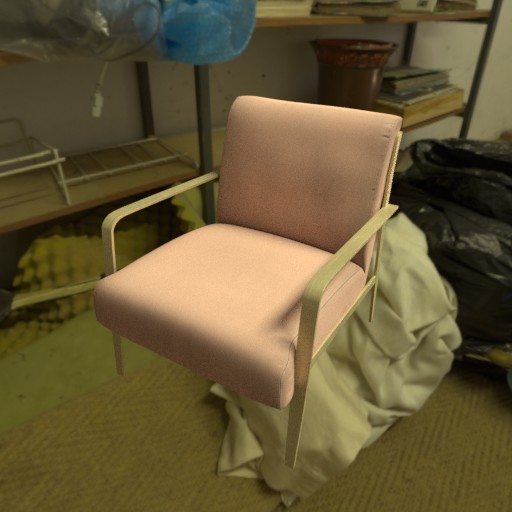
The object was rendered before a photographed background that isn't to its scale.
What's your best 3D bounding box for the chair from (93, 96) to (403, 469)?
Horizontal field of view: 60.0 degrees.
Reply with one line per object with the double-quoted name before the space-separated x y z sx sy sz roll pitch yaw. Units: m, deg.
"chair" 0.000 0.000 1.449 0.701 0.823 0.848 18 36 26
